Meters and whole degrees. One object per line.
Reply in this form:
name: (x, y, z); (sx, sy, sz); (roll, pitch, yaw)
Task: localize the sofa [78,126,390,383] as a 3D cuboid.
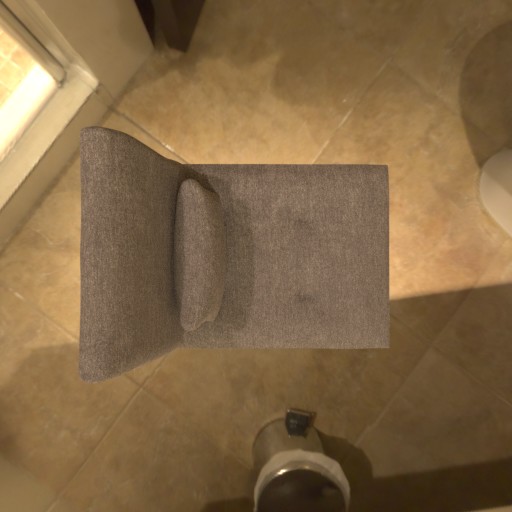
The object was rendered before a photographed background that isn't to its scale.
sofa: (0.000, 0.000, 1.546); (1.000, 0.820, 0.700); (0, 89, -1)
